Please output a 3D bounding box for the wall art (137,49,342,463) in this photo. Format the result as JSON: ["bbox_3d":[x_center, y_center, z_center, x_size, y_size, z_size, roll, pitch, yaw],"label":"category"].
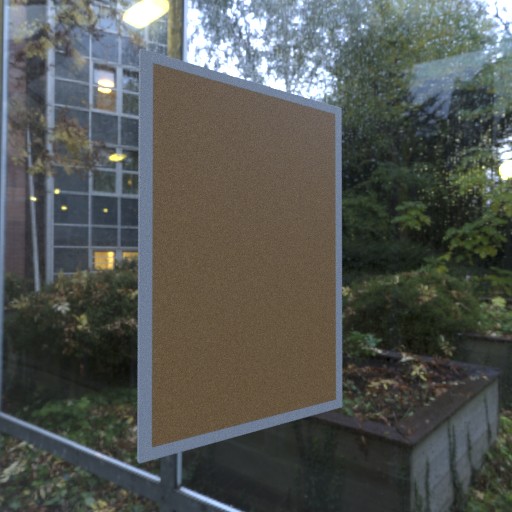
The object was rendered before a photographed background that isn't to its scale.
[{"bbox_3d":[0.000,0.000,1.203,0.659,0.940,0.013,1,-1,-36],"label":"wall art"}]
